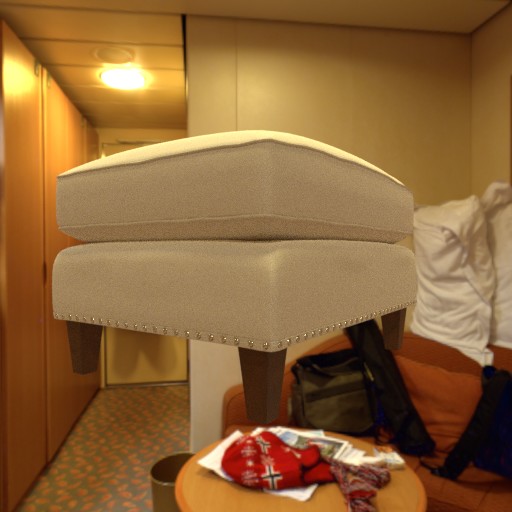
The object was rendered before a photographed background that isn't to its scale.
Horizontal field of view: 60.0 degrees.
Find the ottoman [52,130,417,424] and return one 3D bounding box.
[{"bbox_3d":[0.000,0.000,1.100,0.584,0.513,0.741,0,1,35],"label":"ottoman"}]
